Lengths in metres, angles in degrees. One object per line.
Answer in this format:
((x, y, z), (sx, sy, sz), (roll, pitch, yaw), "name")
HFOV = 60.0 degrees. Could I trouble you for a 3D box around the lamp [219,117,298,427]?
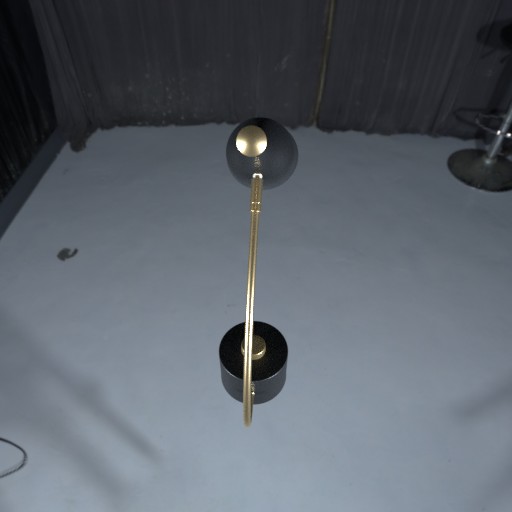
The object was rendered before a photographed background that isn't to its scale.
((0.000, 0.000, 0.616), (0.110, 0.464, 0.352), (3, 47, 3), "lamp")
